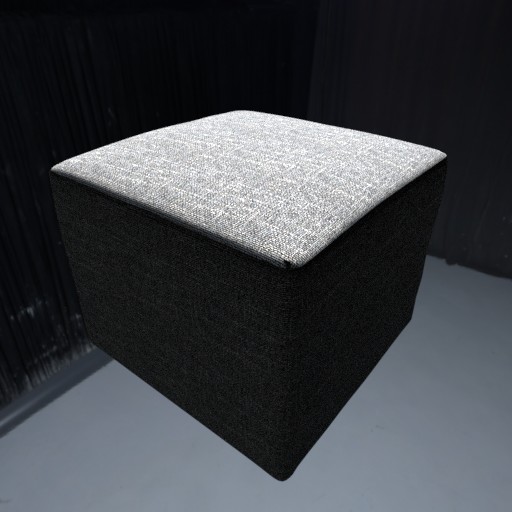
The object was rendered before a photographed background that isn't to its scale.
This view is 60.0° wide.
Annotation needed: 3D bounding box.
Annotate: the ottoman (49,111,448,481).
[{"bbox_3d":[0.000,0.000,0.872,0.521,0.453,0.512,23,38,32],"label":"ottoman"}]
